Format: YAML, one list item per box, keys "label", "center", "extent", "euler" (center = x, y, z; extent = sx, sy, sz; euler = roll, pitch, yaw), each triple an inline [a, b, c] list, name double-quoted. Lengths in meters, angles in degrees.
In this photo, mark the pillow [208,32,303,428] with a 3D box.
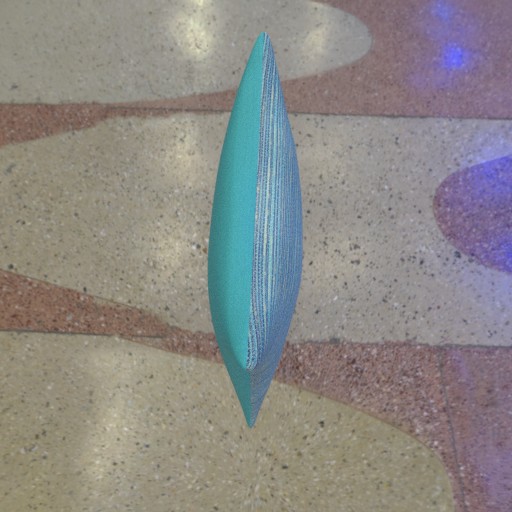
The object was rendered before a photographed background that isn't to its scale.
- label: "pillow"
  center: [0.000, 0.000, 0.770]
  extent: [0.150, 0.497, 0.514]
  euler: [2, 63, 1]
